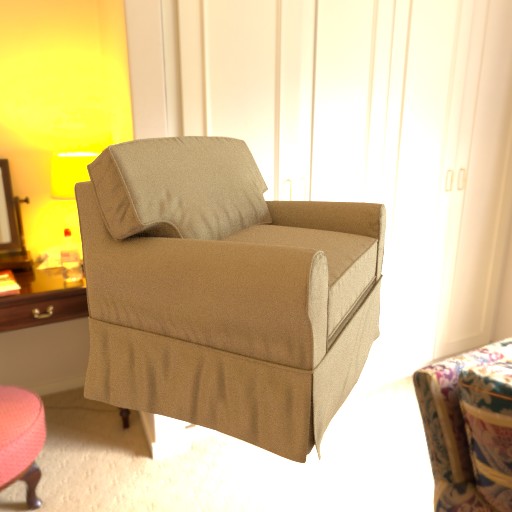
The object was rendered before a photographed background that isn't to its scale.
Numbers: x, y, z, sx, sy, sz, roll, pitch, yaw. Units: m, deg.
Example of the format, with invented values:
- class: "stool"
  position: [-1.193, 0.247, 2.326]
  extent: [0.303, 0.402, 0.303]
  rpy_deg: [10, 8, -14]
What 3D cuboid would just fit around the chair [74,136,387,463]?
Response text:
- class: "chair"
  position: [0.000, 0.000, 1.798]
  extent: [0.903, 0.937, 1.096]
  rpy_deg: [8, 18, 25]
